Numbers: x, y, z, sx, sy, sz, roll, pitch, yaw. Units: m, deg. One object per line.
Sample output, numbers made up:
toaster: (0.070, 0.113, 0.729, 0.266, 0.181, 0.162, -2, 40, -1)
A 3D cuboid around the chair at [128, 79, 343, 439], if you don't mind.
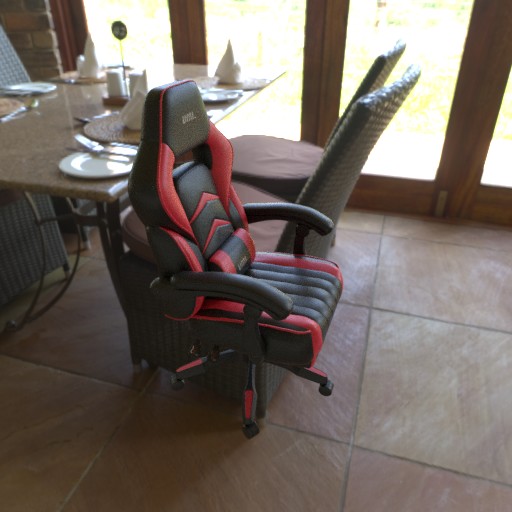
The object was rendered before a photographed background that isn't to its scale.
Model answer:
chair: (0.000, 0.000, 1.696, 0.700, 1.220, 0.700, 11, 32, 18)
